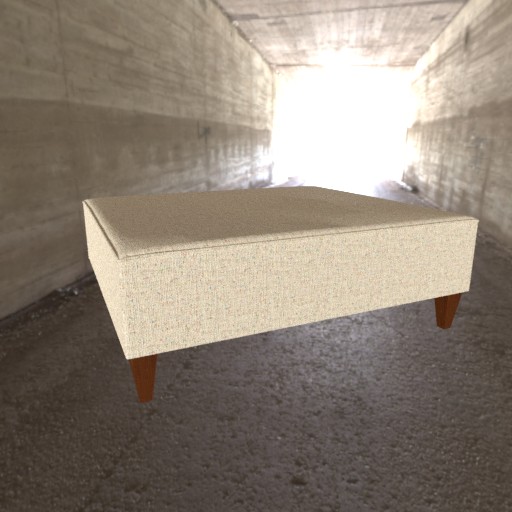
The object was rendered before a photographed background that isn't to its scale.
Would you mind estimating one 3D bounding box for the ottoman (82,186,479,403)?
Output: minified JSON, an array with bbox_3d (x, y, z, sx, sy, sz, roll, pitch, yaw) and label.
[{"bbox_3d":[0.000,0.000,1.238,0.835,0.303,0.736,-7,17,-24],"label":"ottoman"}]
